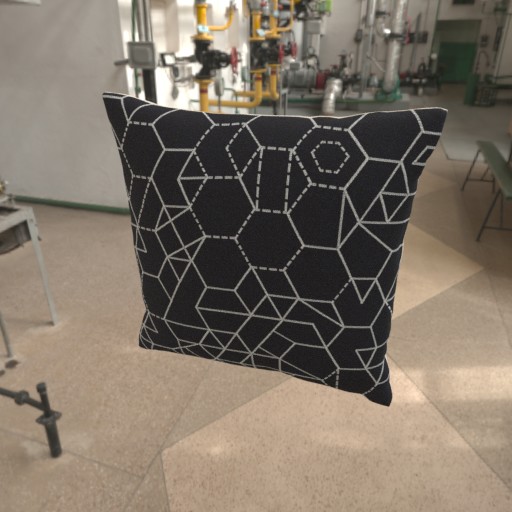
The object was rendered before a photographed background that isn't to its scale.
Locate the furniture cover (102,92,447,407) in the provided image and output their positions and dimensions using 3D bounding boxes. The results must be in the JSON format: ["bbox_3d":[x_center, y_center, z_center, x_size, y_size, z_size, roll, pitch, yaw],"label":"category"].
[{"bbox_3d":[0.000,0.000,0.752,0.517,0.508,0.158,8,28,16],"label":"furniture cover"}]
